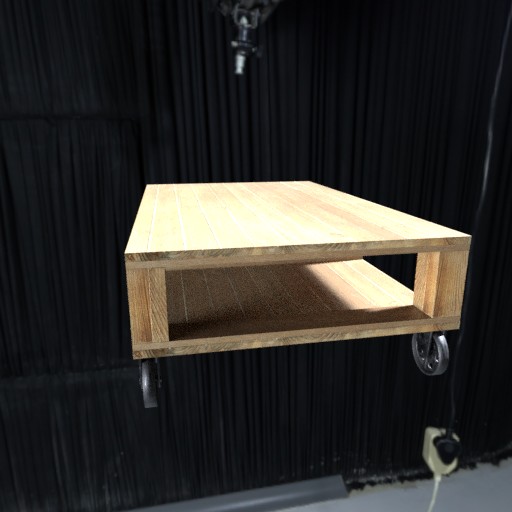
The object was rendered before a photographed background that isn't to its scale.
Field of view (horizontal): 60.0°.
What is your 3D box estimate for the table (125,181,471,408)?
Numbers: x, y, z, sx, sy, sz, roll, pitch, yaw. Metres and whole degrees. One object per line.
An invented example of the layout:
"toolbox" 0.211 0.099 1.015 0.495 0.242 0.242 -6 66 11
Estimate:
"table" 0.000 0.000 1.686 0.827 0.413 1.299 -3 16 -11
